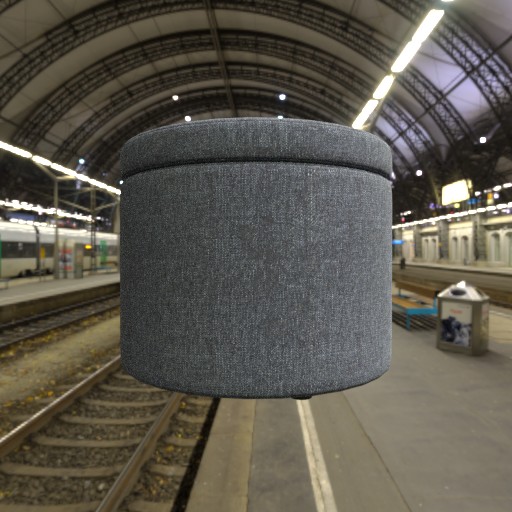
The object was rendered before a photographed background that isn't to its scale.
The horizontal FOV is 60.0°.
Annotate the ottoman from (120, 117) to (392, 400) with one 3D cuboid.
[{"bbox_3d":[0.000,0.000,0.852,0.500,0.419,0.500,0,1,0],"label":"ottoman"}]
